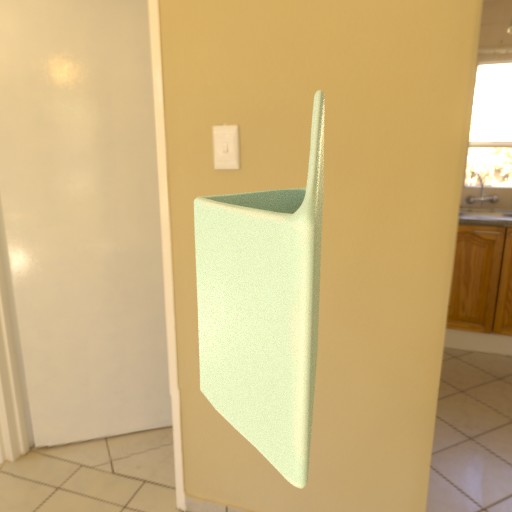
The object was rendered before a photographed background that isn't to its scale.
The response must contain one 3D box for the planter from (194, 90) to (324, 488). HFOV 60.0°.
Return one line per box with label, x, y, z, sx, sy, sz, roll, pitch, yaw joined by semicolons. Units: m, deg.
planter;0.000;0.000;0.282;0.079;0.197;0.164;2;14;9
